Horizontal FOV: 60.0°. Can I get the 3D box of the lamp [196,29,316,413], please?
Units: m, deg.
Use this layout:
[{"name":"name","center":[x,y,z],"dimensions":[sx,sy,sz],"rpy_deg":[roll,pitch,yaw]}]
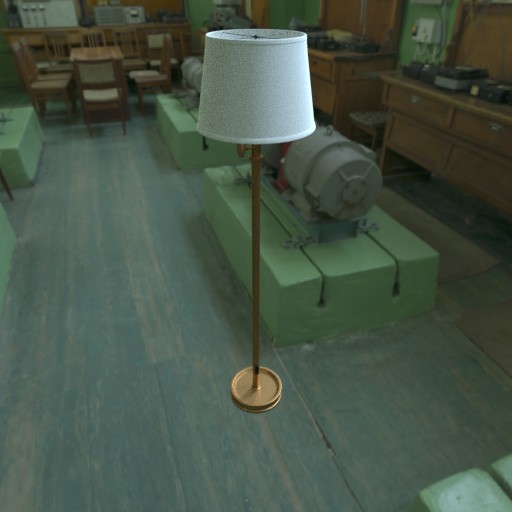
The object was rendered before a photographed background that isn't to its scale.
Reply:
[{"name":"lamp","center":[0.000,0.000,0.790],"dimensions":[0.178,0.710,0.178],"rpy_deg":[0,32,0]}]
